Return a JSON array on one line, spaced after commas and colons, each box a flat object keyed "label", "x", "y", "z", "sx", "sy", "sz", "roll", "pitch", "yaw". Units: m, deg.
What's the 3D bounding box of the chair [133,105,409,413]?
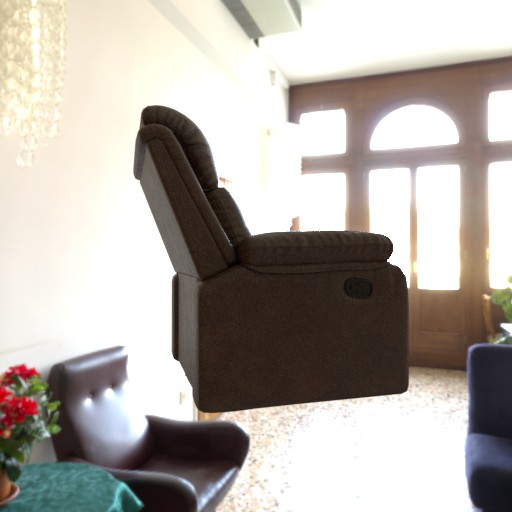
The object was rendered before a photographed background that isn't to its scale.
[{"label": "chair", "x": 0.000, "y": 0.000, "z": 1.731, "sx": 0.919, "sy": 0.992, "sz": 0.855, "roll": 0, "pitch": 0, "yaw": -16}]
